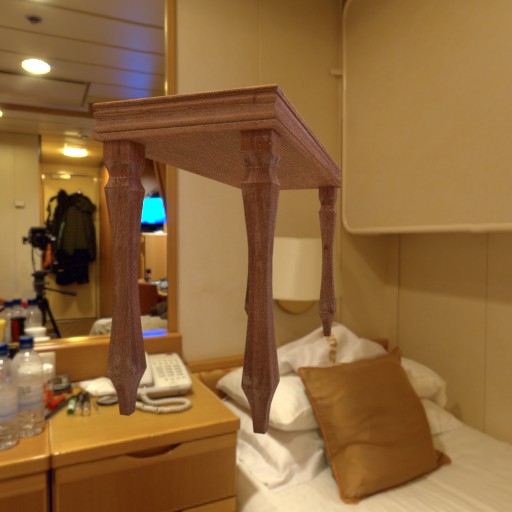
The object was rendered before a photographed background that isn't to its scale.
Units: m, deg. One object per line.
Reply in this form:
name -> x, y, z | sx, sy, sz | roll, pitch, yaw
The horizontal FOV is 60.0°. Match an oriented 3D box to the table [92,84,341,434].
table -> 0.000, 0.000, 1.781 | 0.522, 0.873, 1.330 | 1, 2, 17
